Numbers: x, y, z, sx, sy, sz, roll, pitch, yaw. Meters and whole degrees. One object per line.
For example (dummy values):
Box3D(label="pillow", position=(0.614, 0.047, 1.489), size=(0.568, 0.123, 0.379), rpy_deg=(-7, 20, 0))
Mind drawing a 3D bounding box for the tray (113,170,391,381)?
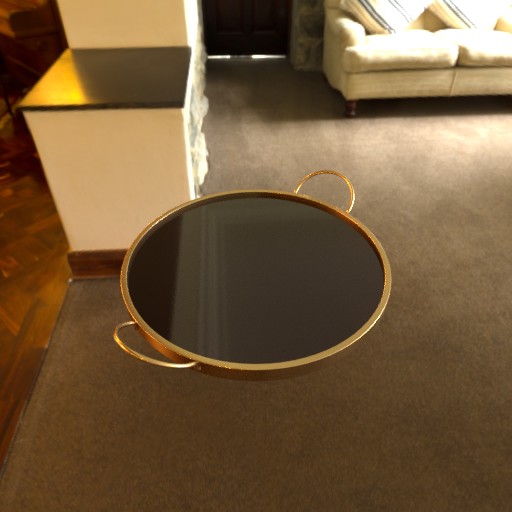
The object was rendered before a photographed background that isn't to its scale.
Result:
Box3D(label="tray", position=(0.000, 0.000, 0.732), size=(0.438, 0.069, 0.543), rpy_deg=(25, 46, 27))
